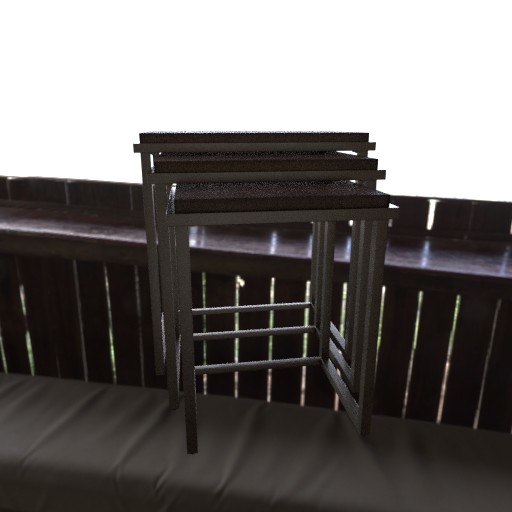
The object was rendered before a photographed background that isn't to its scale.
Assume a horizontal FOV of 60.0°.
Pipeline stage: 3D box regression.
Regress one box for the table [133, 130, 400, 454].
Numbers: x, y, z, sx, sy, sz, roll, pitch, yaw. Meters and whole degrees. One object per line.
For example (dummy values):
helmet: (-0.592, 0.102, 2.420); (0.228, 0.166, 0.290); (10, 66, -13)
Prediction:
table: (0.000, 0.000, 1.135); (0.559, 0.610, 0.706); (-2, 17, -8)
